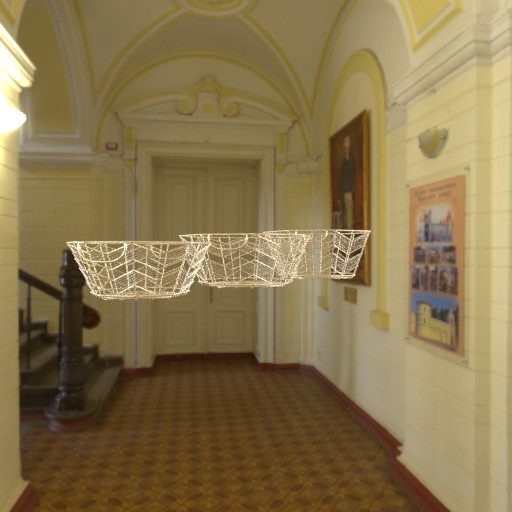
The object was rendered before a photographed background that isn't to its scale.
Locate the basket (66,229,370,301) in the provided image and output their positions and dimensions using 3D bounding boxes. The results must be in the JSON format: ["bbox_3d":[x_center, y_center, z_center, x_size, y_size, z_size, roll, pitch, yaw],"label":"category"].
[{"bbox_3d":[0.000,0.000,1.404,0.432,0.178,1.246,1,1,36],"label":"basket"}]
